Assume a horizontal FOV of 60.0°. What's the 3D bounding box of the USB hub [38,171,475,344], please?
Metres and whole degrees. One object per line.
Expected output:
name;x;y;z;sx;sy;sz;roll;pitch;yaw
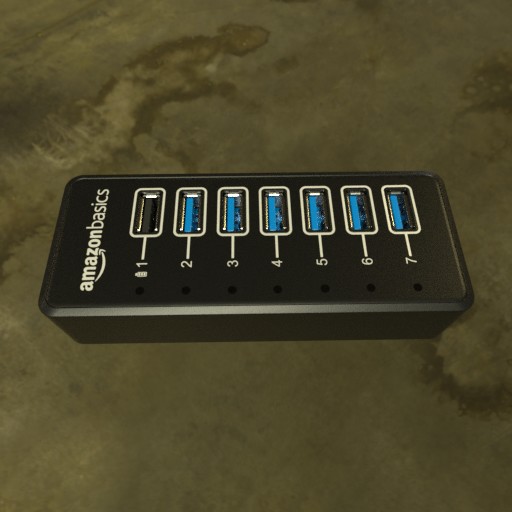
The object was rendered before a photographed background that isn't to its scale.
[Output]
USB hub;0.000;0.000;0.129;0.110;0.023;0.044;-1;62;0
